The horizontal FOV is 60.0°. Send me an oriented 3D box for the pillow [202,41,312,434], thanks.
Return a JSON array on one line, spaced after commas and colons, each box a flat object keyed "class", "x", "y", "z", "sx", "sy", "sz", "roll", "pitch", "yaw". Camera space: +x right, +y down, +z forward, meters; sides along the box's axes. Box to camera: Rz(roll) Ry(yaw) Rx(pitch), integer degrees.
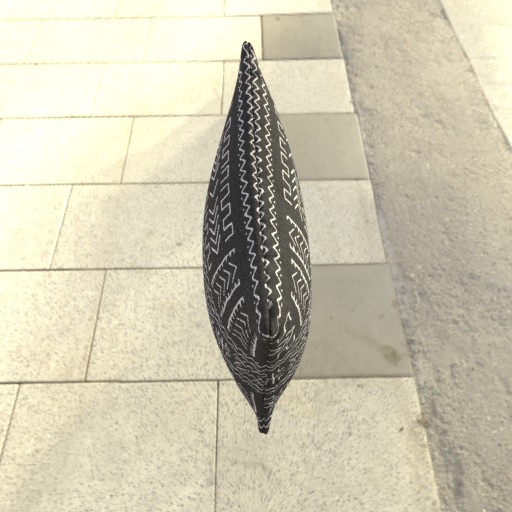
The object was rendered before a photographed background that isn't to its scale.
[{"class": "pillow", "x": 0.000, "y": 0.000, "z": 0.674, "sx": 0.164, "sy": 0.430, "sz": 0.438, "roll": -3, "pitch": 58, "yaw": -2}]
